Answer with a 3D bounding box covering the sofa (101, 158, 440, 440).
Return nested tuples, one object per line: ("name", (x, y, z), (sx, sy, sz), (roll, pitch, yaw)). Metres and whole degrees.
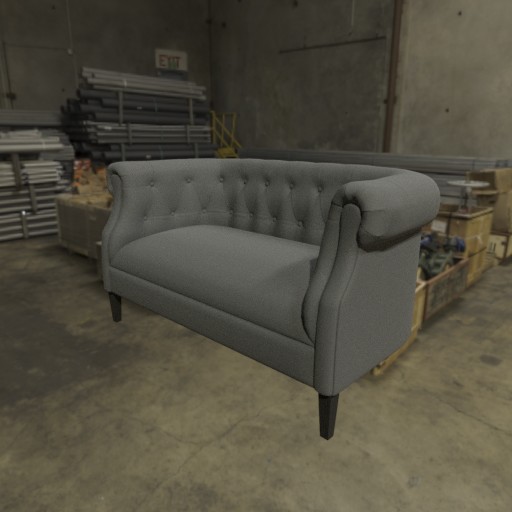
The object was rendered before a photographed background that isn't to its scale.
("sofa", (0.000, 0.000, 2.049), (1.558, 0.827, 0.835), (14, 21, 42))
